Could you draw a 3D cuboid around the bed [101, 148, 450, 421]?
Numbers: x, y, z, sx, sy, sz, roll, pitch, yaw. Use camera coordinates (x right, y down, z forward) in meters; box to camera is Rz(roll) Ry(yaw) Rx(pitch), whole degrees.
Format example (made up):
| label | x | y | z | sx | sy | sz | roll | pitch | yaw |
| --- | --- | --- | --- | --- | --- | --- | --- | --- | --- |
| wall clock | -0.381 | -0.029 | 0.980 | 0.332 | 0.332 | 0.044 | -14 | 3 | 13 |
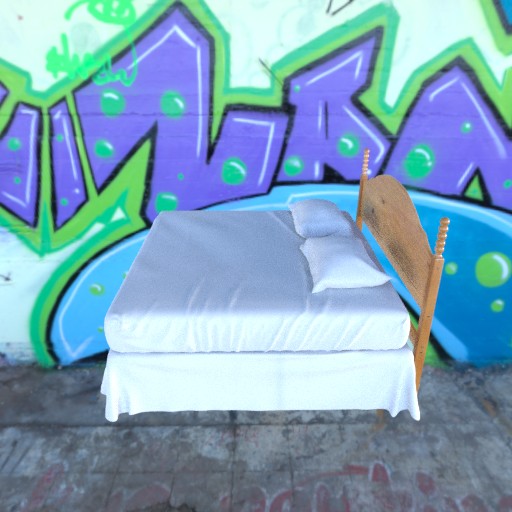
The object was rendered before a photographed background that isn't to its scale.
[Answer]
| label | x | y | z | sx | sy | sz | roll | pitch | yaw |
| --- | --- | --- | --- | --- | --- | --- | --- | --- | --- |
| bed | 0.000 | 0.000 | 3.646 | 2.219 | 1.355 | 2.322 | 0 | 26 | -1 |
